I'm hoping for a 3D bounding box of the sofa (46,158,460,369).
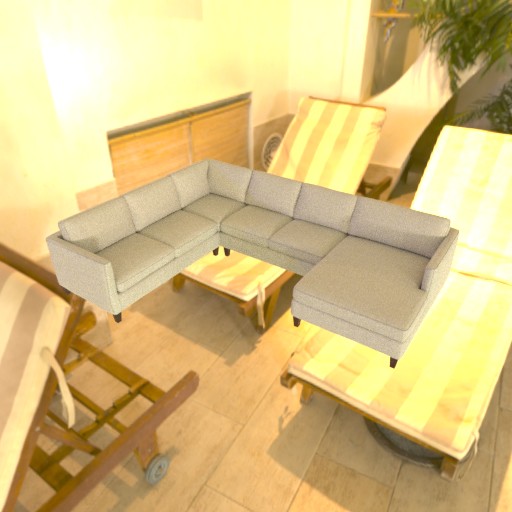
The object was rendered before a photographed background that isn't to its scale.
[{"bbox_3d":[0.000,0.000,4.586,3.403,0.889,2.551,20,37,29],"label":"sofa"}]
